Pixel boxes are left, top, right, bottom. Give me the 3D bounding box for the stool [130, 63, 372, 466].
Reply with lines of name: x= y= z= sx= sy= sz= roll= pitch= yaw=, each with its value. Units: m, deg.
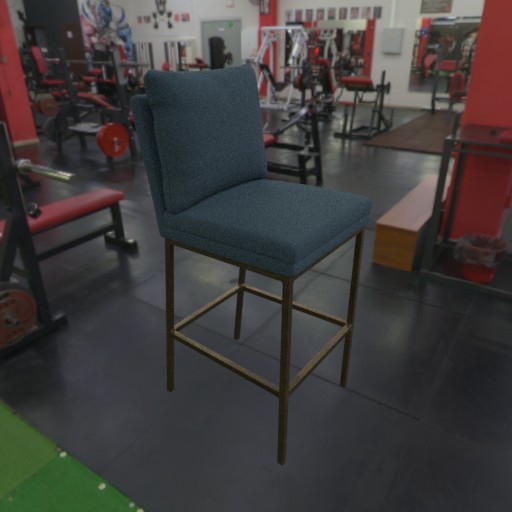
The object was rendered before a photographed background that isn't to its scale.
stool: x=0.000 y=0.000 z=1.437 sx=0.568 sy=1.124 sz=0.463 roll=18 pitch=32 yaw=32
